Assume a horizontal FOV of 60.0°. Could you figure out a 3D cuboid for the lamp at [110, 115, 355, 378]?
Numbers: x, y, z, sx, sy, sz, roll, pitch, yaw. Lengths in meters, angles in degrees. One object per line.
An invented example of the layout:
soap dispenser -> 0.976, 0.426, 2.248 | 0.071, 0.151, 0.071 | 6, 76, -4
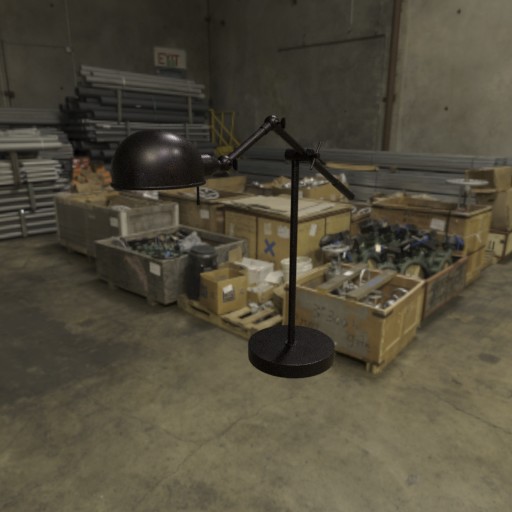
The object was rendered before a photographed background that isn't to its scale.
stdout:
lamp -> 0.000, 0.000, 0.818 | 0.185, 0.495, 0.567 | 15, 21, 42
